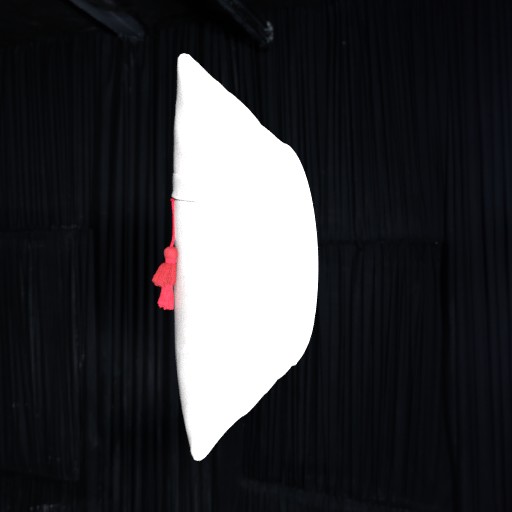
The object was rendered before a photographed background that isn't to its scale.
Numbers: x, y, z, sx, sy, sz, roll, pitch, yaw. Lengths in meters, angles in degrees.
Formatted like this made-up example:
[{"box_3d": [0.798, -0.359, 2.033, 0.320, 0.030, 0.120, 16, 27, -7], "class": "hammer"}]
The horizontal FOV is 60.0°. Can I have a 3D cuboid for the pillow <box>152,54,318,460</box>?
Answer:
[{"box_3d": [0.000, 0.000, 0.676, 0.173, 0.436, 0.433, 0, 0, 19], "class": "pillow"}]
